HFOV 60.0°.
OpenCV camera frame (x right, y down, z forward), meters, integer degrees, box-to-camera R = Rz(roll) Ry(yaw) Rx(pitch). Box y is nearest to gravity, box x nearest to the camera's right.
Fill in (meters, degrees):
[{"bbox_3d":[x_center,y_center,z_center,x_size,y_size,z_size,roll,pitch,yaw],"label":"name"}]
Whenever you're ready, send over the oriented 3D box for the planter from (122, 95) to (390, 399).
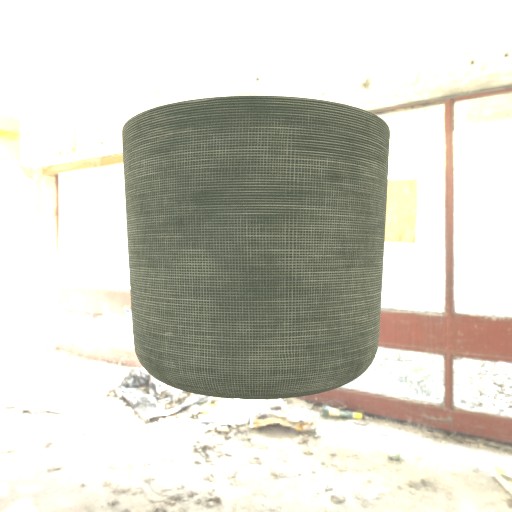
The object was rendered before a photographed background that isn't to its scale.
[{"bbox_3d":[0.000,0.000,0.762,0.440,0.398,0.440,0,1,0],"label":"planter"}]
